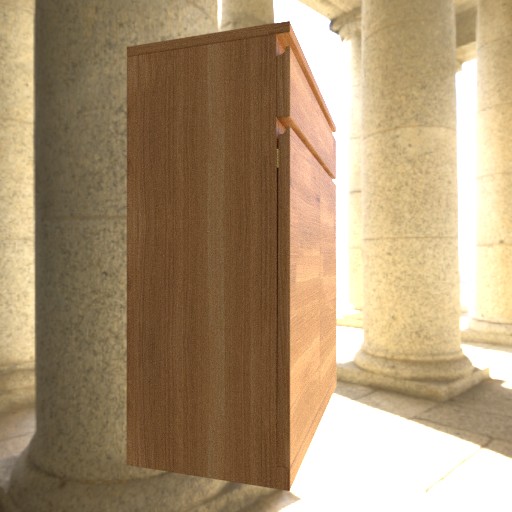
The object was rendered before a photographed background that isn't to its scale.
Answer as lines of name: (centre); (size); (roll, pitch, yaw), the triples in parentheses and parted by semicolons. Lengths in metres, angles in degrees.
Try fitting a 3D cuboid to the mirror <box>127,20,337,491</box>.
mirror: (0.000, 0.000, 1.381); (0.400, 1.000, 0.800); (0, 0, 17)
